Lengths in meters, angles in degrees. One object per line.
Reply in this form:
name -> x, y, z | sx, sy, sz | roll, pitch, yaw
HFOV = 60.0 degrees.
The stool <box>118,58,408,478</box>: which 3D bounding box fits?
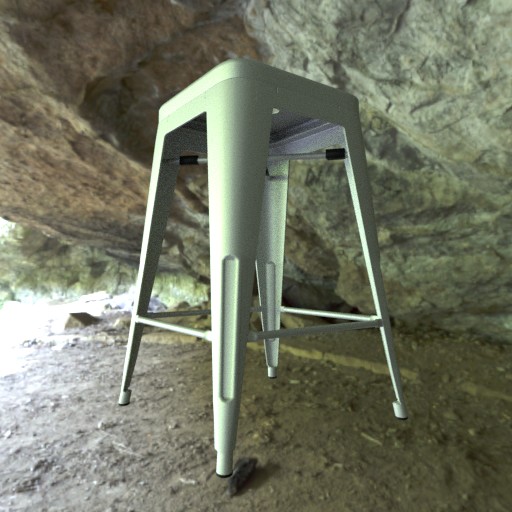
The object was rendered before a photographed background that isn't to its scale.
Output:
stool -> 0.000, 0.000, 0.875 | 0.410, 0.608, 0.410 | 1, -2, -36
